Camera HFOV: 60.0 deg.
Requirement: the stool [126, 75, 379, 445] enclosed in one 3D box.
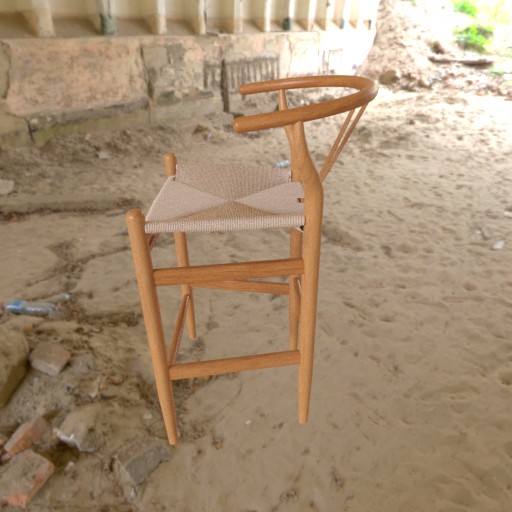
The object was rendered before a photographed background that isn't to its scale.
[{"bbox_3d":[0.000,0.000,1.302,0.579,0.970,0.569,0,27,-1],"label":"stool"}]
